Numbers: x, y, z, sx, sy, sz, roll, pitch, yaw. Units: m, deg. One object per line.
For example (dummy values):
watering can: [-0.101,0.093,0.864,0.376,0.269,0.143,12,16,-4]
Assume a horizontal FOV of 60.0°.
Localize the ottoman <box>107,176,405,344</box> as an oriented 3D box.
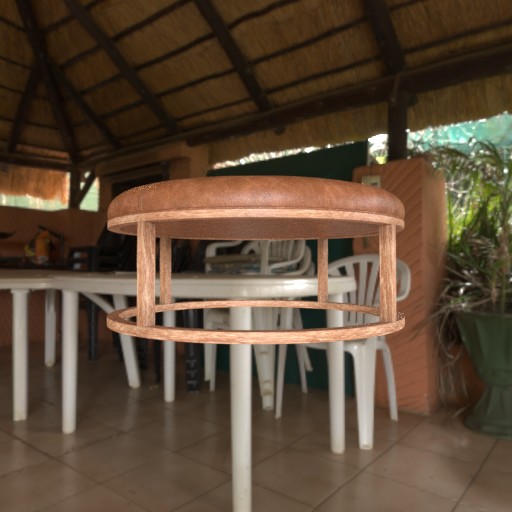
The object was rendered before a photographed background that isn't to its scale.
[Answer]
ottoman: [0.000,0.000,1.567,1.006,0.445,1.006,0,-1,0]
